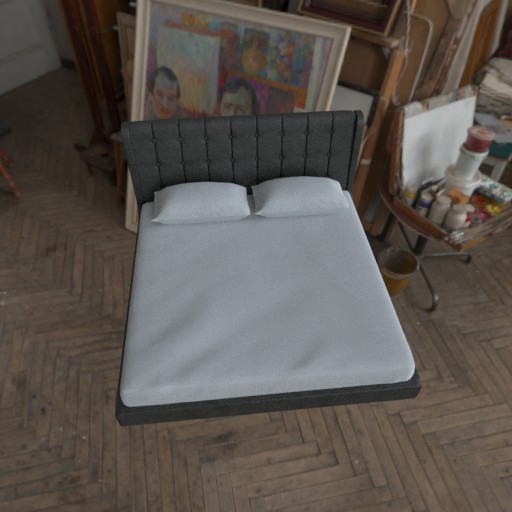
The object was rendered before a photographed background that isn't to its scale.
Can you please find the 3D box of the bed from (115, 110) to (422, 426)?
[{"bbox_3d":[0.000,0.000,3.238,1.903,1.158,2.031,-4,47,-4],"label":"bed"}]
